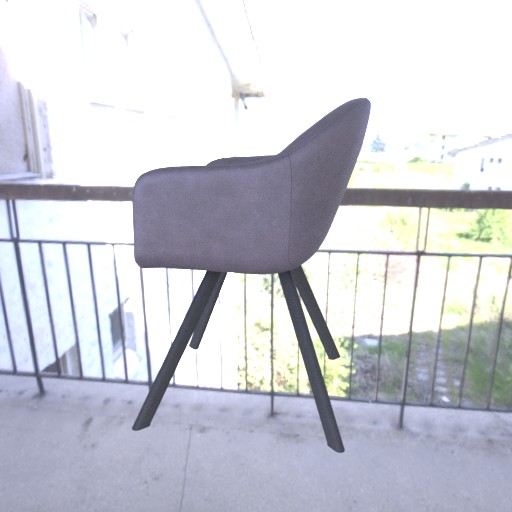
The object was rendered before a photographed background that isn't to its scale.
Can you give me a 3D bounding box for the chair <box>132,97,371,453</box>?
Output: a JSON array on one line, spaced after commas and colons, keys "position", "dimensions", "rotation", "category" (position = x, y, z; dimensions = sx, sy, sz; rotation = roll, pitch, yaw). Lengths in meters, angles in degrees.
[{"position": [0.000, 0.000, 1.173], "dimensions": [0.544, 0.781, 0.567], "rotation": [2, 15, 9], "category": "chair"}]
